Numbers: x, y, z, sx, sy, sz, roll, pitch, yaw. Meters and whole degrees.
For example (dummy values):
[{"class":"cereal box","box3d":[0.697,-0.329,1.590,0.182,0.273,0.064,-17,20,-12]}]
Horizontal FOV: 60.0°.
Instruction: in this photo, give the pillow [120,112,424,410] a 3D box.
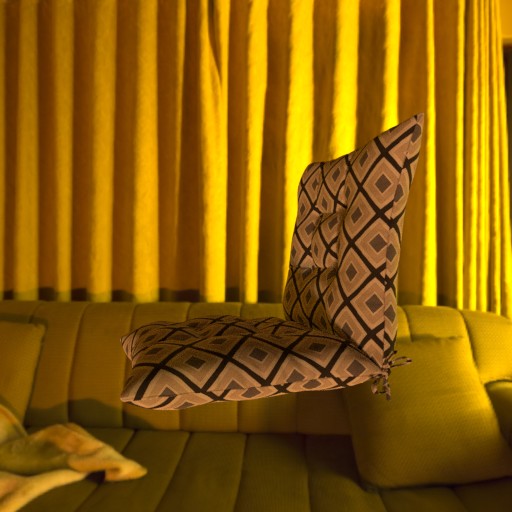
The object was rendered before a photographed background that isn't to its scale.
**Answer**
[{"class":"pillow","box3d":[0.000,0.000,0.989,0.585,0.536,0.541,0,0,-17]}]
